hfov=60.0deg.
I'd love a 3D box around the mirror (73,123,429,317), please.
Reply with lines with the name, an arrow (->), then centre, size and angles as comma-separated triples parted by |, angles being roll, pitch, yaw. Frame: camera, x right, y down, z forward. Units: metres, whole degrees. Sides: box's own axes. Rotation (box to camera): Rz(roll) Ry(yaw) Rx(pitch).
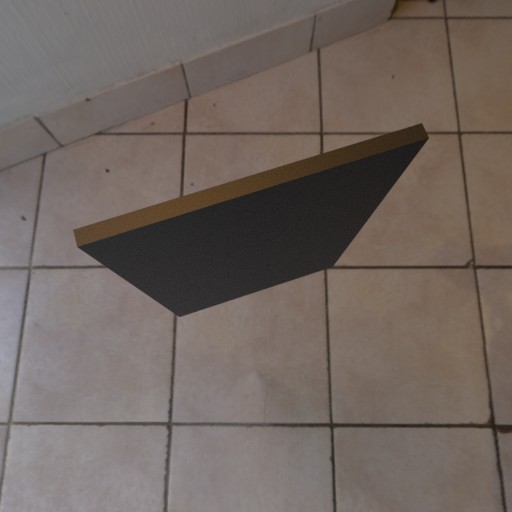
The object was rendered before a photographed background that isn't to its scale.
mirror -> 0.000, 0.000, 1.505 | 0.762, 1.219, 0.038 | -18, 76, -4
